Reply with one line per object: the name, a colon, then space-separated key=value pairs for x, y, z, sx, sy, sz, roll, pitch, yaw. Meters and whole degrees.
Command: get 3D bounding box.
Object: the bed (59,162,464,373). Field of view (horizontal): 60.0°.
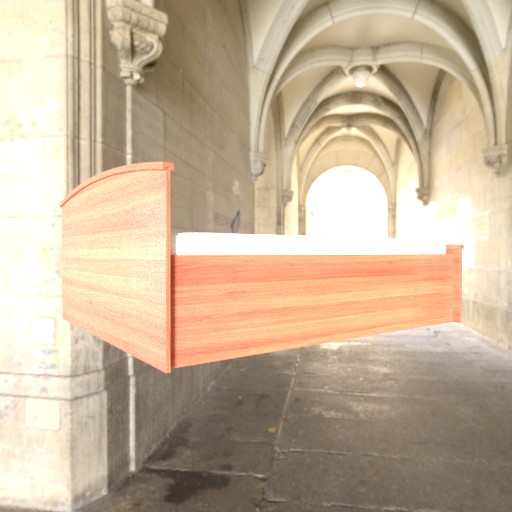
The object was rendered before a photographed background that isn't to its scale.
bed: x=0.000 y=0.000 z=2.908 sx=2.053 sy=0.848 sz=1.683 roll=0 pitch=1 yaw=-36
